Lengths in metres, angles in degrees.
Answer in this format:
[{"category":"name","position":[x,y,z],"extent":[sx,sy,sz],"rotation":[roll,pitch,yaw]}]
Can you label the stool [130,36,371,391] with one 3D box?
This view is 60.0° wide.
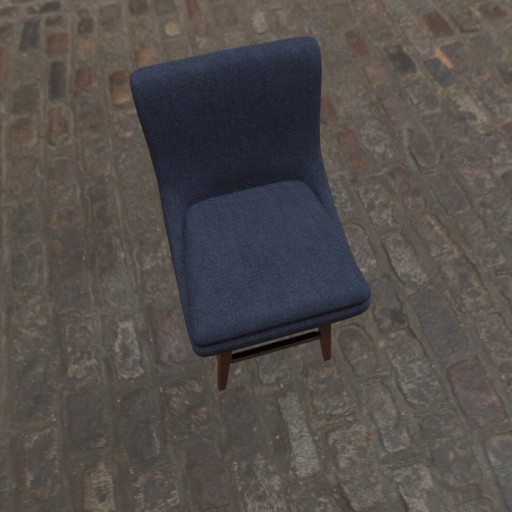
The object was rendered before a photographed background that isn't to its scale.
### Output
[{"category":"stool","position":[0.000,0.000,1.363],"extent":[0.489,1.068,0.572],"rotation":[-14,65,-7]}]
